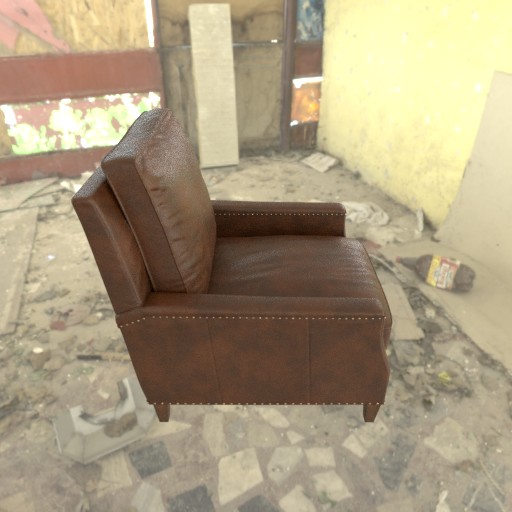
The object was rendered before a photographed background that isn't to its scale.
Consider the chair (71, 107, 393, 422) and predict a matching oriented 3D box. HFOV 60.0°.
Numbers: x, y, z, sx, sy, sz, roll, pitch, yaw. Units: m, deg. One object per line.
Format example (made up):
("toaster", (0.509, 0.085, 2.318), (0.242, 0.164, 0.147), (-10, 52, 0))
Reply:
("chair", (0.000, 0.000, 1.816), (1.035, 1.054, 0.854), (0, 32, 0))
